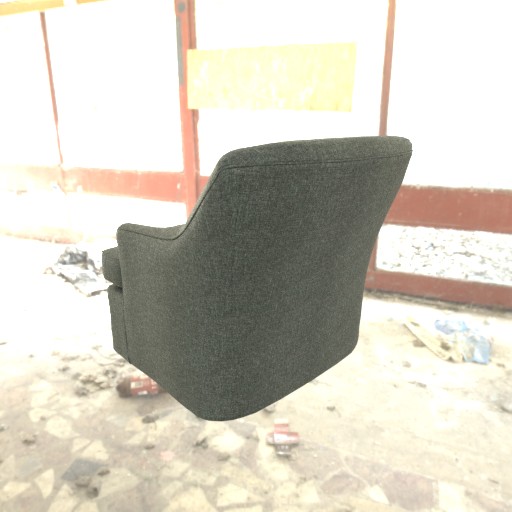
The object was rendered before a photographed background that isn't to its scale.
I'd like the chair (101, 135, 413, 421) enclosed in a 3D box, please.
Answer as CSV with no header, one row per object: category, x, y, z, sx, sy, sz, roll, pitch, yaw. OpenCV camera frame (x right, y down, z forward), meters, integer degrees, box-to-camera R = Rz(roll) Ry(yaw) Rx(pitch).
chair,0.000,0.000,1.603,0.864,0.856,0.923,-16,23,-42
